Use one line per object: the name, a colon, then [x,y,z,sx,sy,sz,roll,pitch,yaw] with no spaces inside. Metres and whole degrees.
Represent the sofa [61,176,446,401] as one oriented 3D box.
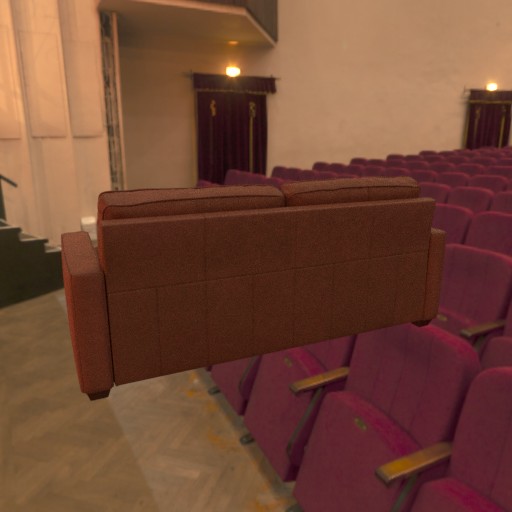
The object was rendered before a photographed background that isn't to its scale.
sofa: [0.000,0.000,2.595,2.080,0.919,0.940,-7,16,-24]
